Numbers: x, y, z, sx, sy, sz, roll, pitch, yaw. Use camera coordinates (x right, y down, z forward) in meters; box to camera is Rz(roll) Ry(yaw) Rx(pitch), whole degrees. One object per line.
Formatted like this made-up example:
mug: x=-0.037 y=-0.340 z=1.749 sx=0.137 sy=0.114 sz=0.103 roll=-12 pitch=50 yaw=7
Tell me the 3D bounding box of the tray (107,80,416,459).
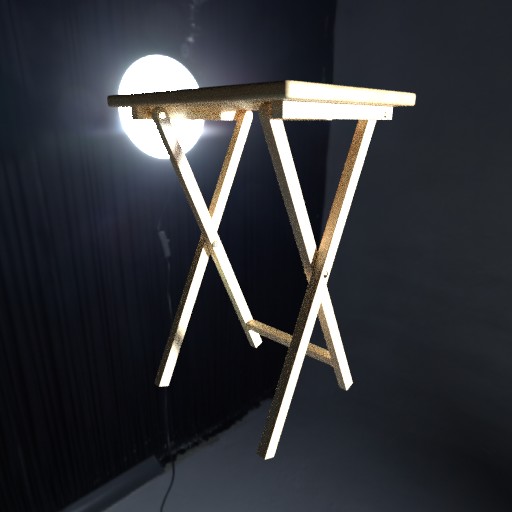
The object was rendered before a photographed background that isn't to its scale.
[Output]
tray: x=0.000 y=0.000 z=0.962 sx=0.483 sy=0.660 sz=0.381 roll=16 pitch=23 yaw=42
